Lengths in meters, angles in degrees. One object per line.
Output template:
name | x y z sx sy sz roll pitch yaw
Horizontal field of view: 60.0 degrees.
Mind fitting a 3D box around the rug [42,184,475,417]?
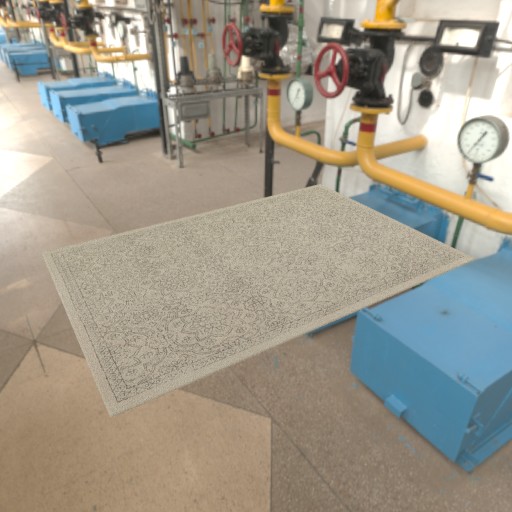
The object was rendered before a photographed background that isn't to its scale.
rug | 0.000 0.000 2.243 1.829 0.010 1.219 -17 34 -27
